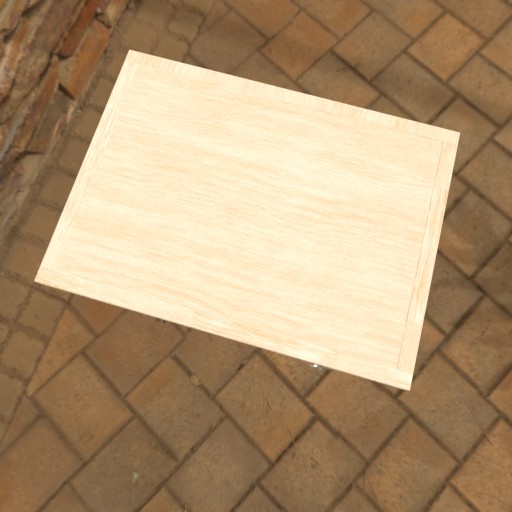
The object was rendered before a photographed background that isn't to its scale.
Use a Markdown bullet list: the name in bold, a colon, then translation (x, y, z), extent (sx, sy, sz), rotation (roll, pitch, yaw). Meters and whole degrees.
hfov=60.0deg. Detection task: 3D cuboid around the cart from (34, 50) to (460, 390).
- **cart**: translation (0.000, 0.000, 1.366), extent (0.762, 0.914, 0.559), rotation (16, 77, 4)
